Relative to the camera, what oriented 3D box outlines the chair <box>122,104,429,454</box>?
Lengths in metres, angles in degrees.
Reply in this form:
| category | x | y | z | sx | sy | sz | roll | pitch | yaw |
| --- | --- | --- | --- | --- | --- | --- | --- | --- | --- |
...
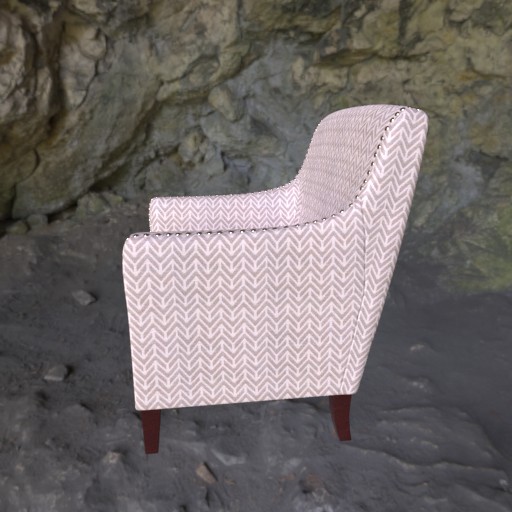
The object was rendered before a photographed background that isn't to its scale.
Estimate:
| category | x | y | z | sx | sy | sz | roll | pitch | yaw |
| --- | --- | --- | --- | --- | --- | --- | --- | --- | --- |
| chair | 0.000 | 0.000 | 1.270 | 0.651 | 0.816 | 0.623 | -2 | 16 | -7 |
